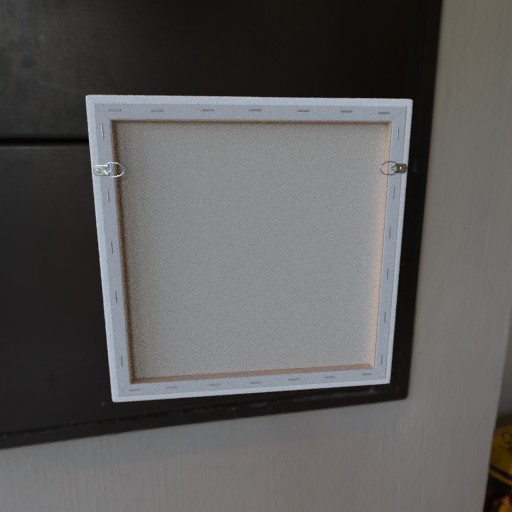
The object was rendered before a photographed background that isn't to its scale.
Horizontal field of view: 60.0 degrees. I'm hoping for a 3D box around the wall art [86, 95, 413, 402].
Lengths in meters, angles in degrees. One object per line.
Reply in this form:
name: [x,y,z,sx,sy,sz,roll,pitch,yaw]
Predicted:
wall art: [0.000,0.000,1.351,0.912,0.914,0.039,-2,14,-7]
